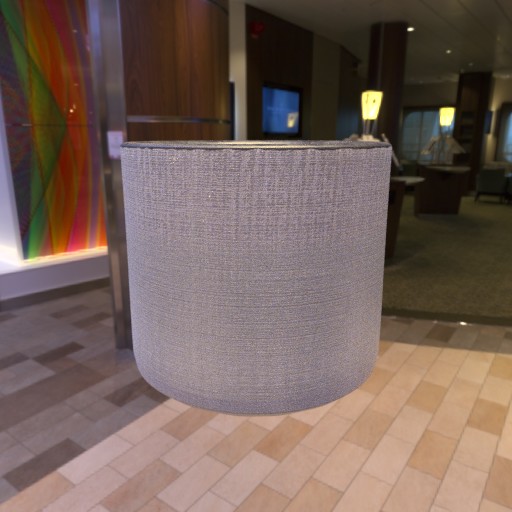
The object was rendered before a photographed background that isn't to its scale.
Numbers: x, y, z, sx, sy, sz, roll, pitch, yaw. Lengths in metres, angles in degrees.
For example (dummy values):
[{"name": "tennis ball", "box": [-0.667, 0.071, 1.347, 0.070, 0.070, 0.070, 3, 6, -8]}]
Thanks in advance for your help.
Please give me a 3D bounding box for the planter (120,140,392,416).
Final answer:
[{"name": "planter", "box": [0.000, 0.000, 0.223, 0.125, 0.112, 0.125, 0, 15, 0]}]
